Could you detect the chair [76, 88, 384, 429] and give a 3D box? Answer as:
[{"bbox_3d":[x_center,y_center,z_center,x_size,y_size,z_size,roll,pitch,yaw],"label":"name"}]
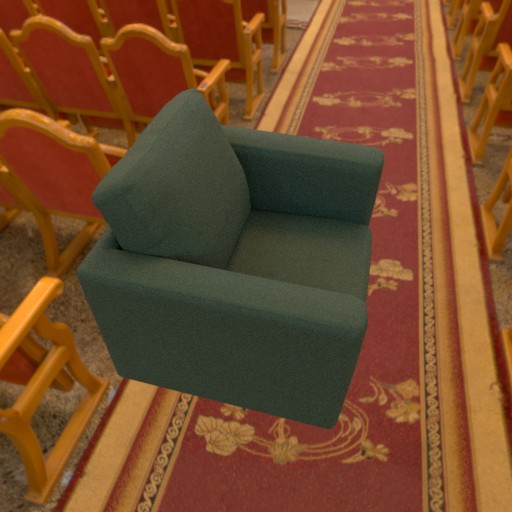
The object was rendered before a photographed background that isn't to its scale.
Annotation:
[{"bbox_3d":[0.000,0.000,1.559,0.800,0.927,0.855,11,47,10],"label":"chair"}]
